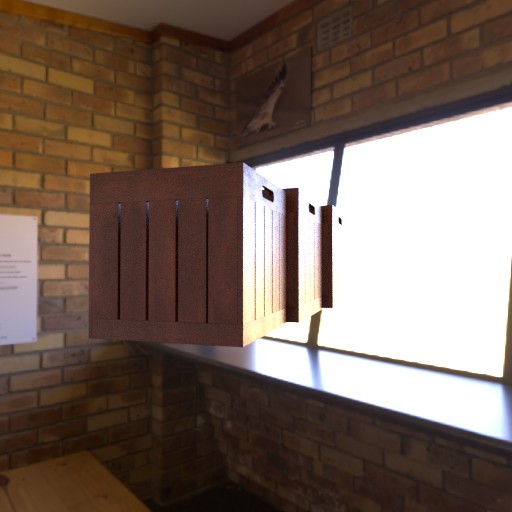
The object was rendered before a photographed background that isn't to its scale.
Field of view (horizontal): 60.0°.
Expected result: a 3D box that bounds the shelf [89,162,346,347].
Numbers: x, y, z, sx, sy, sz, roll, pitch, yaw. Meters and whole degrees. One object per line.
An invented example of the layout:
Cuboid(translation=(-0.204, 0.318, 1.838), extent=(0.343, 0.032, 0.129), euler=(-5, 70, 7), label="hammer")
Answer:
Cuboid(translation=(0.000, 0.000, 1.250), extent=(0.393, 0.311, 1.064), euler=(0, -1, 17), label="shelf")
